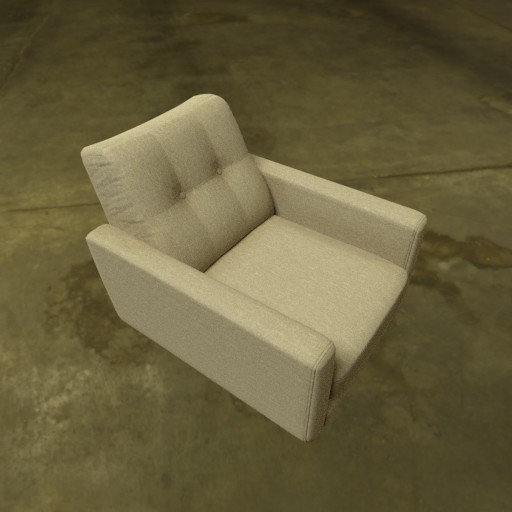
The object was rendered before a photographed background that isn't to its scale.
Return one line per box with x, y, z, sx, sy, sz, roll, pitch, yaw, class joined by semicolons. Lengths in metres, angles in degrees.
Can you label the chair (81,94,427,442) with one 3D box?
0.000;0.000;1.832;1.128;0.965;0.897;25;47;26;chair
